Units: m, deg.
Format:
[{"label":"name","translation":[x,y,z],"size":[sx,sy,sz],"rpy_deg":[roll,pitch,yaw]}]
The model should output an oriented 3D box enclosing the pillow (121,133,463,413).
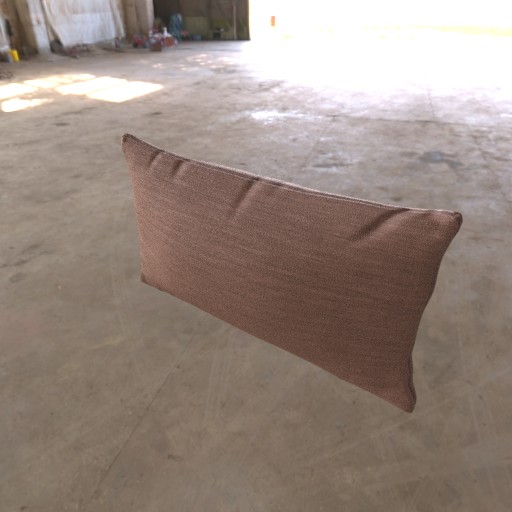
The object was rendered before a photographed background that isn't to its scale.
[{"label":"pillow","translation":[0.000,0.000,0.781],"size":[0.633,0.338,0.210],"rpy_deg":[20,36,31]}]
